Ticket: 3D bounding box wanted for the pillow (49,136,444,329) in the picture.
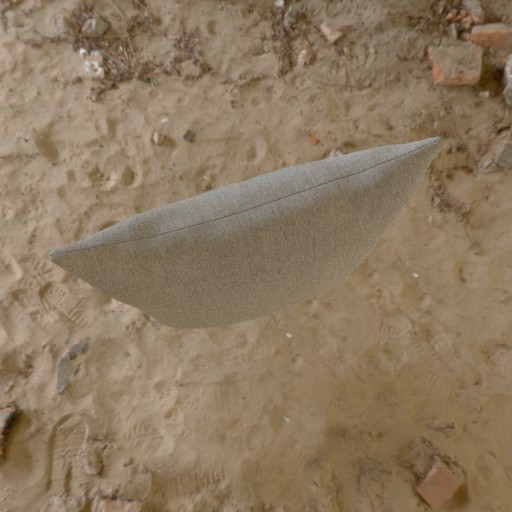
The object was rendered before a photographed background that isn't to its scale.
[{"bbox_3d":[0.000,0.000,0.670,0.433,0.436,0.173,-17,77,-4],"label":"pillow"}]
